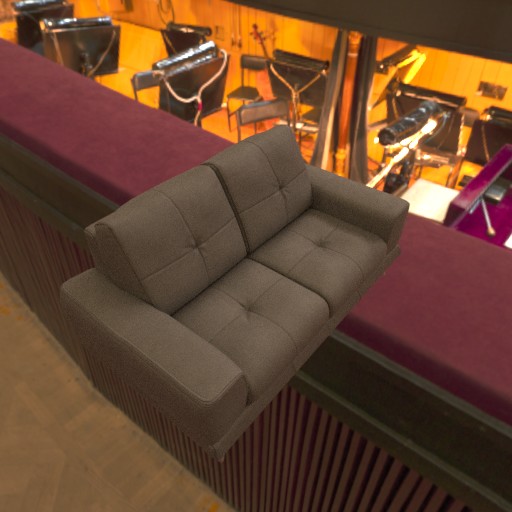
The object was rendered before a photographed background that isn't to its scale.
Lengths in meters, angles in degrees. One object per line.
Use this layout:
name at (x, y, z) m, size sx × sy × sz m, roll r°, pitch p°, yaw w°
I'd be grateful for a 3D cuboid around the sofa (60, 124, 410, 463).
sofa at (0.000, 0.000, 2.425) m, size 1.018 × 0.907 × 1.806 m, roll 28°, pitch 48°, yaw 29°
